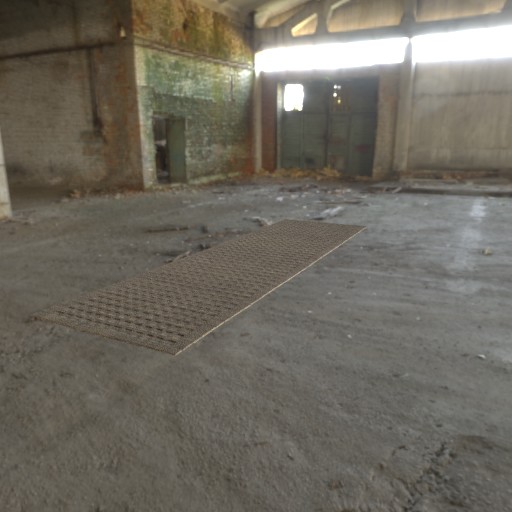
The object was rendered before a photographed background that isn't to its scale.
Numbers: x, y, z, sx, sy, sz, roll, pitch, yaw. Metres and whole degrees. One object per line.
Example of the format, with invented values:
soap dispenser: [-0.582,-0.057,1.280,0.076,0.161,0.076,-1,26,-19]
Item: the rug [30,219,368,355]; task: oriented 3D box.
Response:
rug: [0.000,0.000,2.607,0.706,0.009,2.443,8,17,27]
